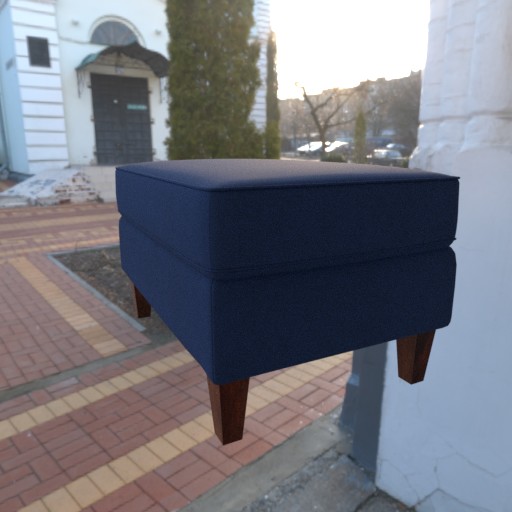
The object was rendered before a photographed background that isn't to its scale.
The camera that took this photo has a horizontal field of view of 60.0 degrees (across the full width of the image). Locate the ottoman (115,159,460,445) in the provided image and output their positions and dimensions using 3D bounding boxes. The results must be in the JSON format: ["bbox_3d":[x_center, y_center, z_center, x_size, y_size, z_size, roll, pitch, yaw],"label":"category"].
[{"bbox_3d":[0.000,0.000,1.384,0.686,0.584,0.965,-7,16,-26],"label":"ottoman"}]
